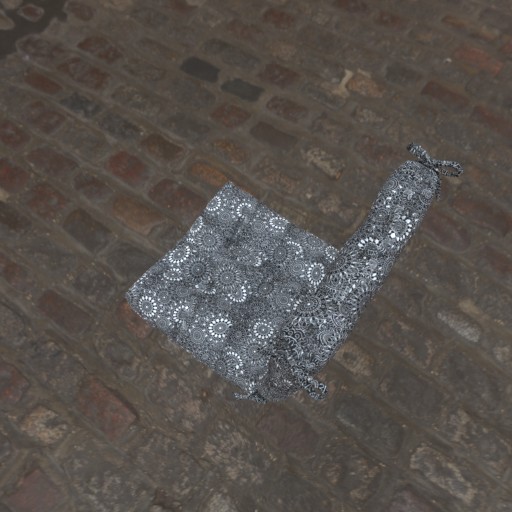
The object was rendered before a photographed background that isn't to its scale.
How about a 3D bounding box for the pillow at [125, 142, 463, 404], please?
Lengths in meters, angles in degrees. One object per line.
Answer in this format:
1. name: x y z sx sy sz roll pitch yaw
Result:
1. pillow: 0.000 0.000 1.025 0.571 0.605 0.519 33 69 15
